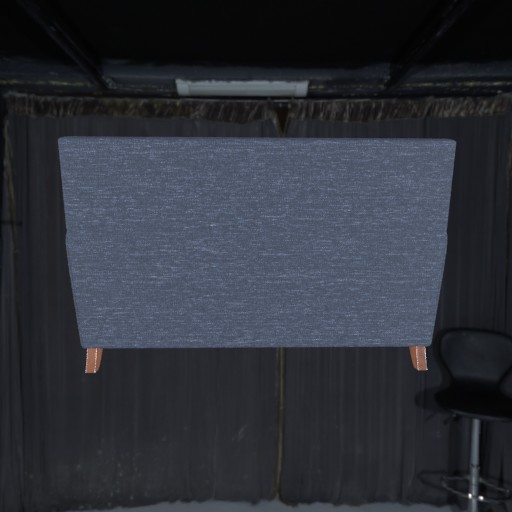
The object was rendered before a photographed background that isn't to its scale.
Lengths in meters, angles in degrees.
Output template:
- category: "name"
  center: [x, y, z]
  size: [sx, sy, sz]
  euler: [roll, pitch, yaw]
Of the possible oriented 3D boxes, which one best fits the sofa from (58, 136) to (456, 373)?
- category: "sofa"
  center: [0.000, 0.000, 1.940]
  size: [1.420, 0.846, 0.875]
  euler: [0, 2, -2]
